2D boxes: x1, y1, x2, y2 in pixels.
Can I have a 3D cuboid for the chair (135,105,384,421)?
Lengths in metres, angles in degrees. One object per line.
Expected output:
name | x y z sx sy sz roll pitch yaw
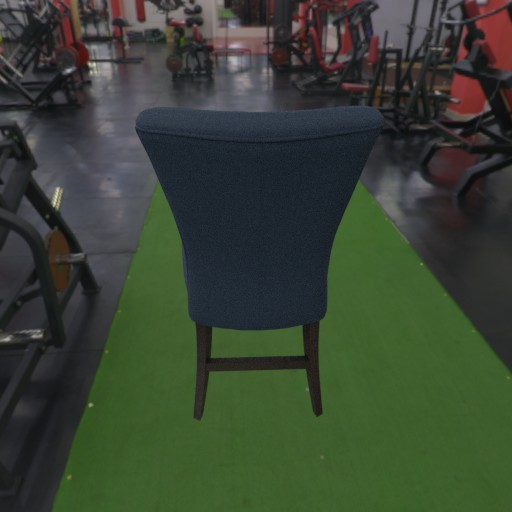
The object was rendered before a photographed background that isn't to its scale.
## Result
chair | 0.000 0.000 1.374 0.520 0.991 0.660 -1 30 -2
